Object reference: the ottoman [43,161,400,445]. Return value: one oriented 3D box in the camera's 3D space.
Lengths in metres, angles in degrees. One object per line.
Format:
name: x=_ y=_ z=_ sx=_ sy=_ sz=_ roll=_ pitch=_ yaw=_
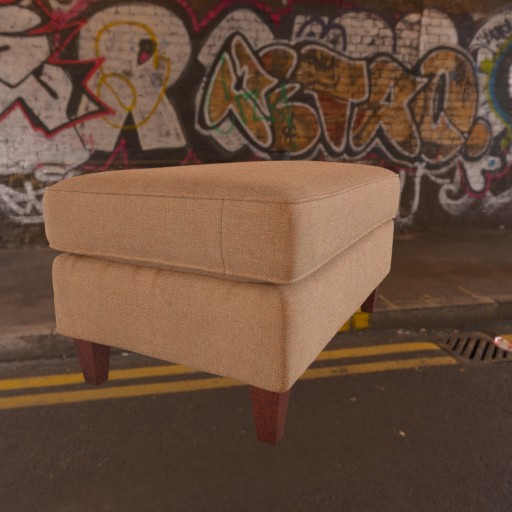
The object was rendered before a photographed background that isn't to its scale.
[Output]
ottoman: x=0.000 y=0.000 z=1.181 sx=0.583 sy=0.484 sz=0.862 roll=7 pitch=16 yaw=27
